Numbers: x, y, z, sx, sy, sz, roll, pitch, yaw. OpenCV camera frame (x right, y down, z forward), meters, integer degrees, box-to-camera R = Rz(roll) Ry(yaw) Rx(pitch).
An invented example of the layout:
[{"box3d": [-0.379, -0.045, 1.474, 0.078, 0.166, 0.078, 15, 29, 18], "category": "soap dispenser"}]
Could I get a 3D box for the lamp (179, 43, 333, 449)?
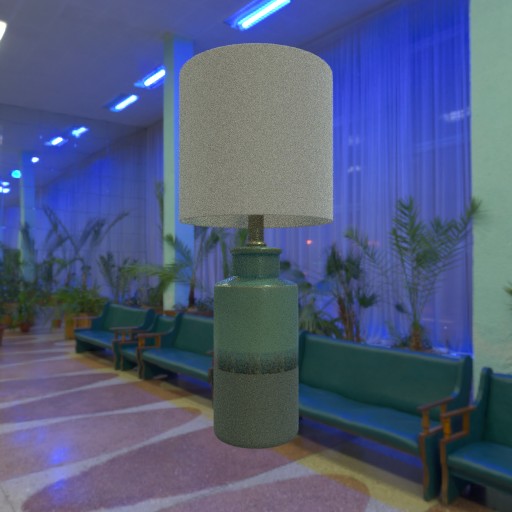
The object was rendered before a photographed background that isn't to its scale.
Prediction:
[{"box3d": [0.000, 0.000, 0.618, 0.212, 0.493, 0.212, 1, -1, -38], "category": "lamp"}]
